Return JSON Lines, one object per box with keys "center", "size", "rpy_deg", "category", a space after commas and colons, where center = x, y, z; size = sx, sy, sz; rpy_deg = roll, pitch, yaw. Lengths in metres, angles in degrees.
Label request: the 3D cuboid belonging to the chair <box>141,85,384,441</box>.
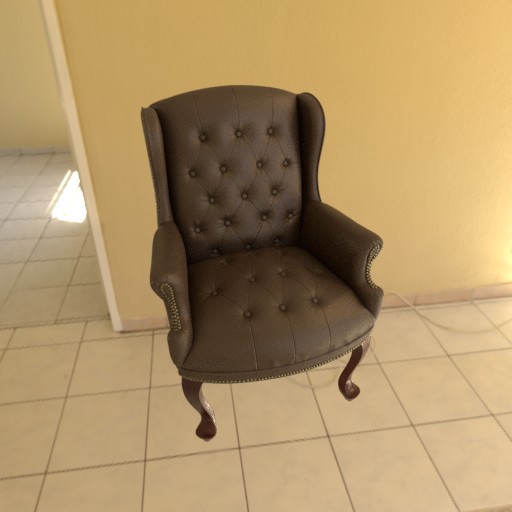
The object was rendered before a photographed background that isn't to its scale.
{"center": [0.000, 0.000, 1.705], "size": [0.829, 1.132, 0.819], "rpy_deg": [-10, 33, -16], "category": "chair"}
